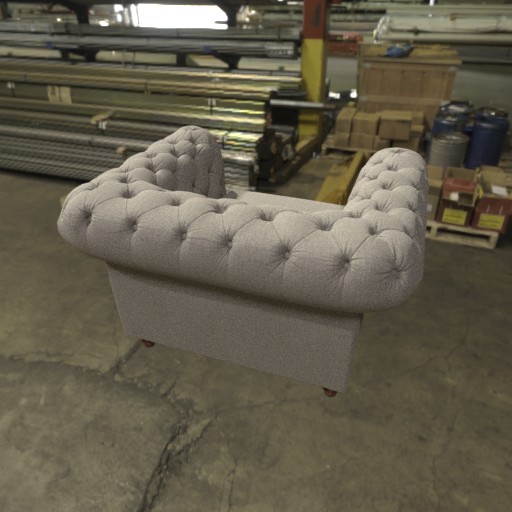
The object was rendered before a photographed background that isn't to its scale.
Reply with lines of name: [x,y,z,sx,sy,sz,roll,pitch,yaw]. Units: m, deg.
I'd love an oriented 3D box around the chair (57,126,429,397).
chair: [0.000,0.000,1.865,1.270,0.770,0.976,11,33,17]
